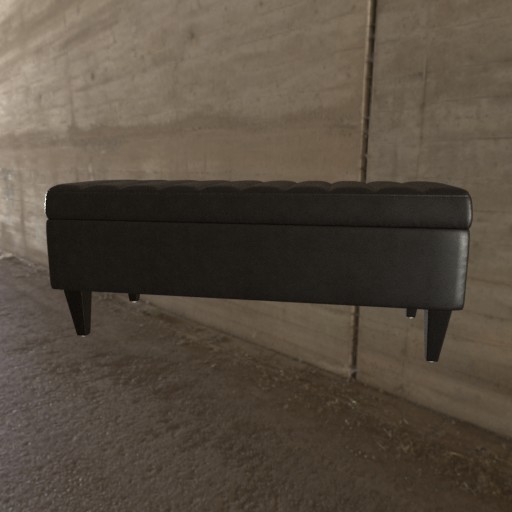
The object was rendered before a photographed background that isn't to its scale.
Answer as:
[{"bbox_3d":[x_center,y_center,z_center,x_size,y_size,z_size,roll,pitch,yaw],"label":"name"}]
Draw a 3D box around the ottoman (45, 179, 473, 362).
[{"bbox_3d":[0.000,0.000,1.412,1.151,0.469,0.482,2,12,10],"label":"ottoman"}]
